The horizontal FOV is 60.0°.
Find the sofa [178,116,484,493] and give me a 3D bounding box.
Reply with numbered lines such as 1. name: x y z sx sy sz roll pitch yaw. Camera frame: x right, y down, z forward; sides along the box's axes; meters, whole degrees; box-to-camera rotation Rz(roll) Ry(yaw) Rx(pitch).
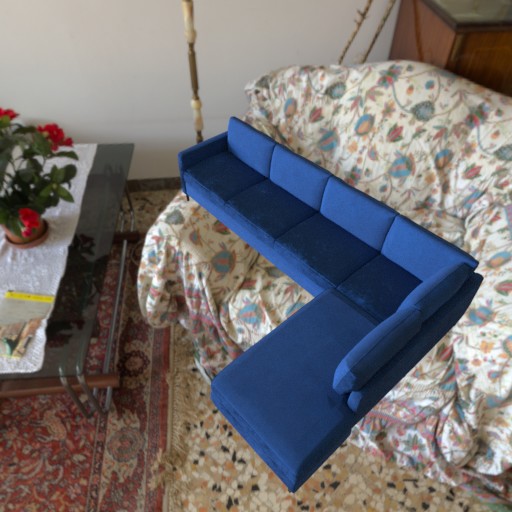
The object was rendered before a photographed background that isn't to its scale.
1. sofa: 0.000 0.000 3.139 1.707 0.687 2.486 -33 54 -27
